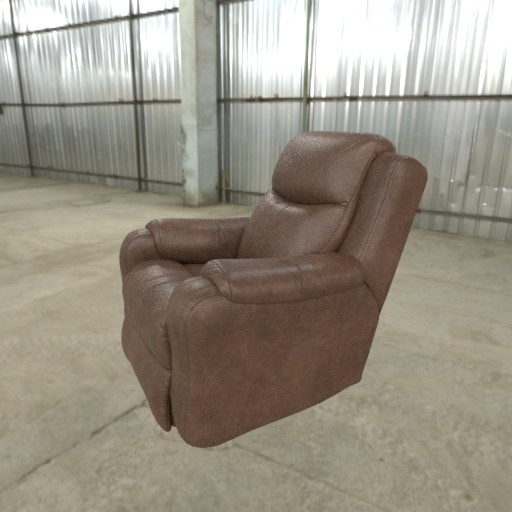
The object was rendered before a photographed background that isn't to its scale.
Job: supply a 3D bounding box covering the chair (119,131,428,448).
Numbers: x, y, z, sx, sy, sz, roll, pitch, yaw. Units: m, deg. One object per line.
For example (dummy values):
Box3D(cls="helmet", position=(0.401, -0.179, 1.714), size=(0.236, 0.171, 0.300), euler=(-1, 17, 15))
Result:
Box3D(cls="chair", position=(0.000, 0.000, 1.841), size=(1.067, 0.990, 0.940), euler=(-9, 19, -26))
